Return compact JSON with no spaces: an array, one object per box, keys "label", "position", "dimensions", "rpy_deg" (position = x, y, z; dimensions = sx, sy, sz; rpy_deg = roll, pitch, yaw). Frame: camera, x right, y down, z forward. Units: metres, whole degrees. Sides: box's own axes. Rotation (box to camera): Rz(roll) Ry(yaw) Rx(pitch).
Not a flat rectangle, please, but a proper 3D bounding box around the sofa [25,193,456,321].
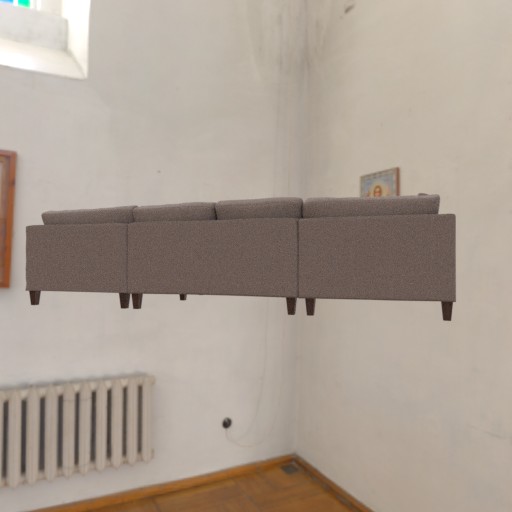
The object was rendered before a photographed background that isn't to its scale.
[{"label":"sofa","position":[0.000,0.000,4.459],"dimensions":[3.438,0.865,2.424],"rpy_deg":[0,-1,18]}]
